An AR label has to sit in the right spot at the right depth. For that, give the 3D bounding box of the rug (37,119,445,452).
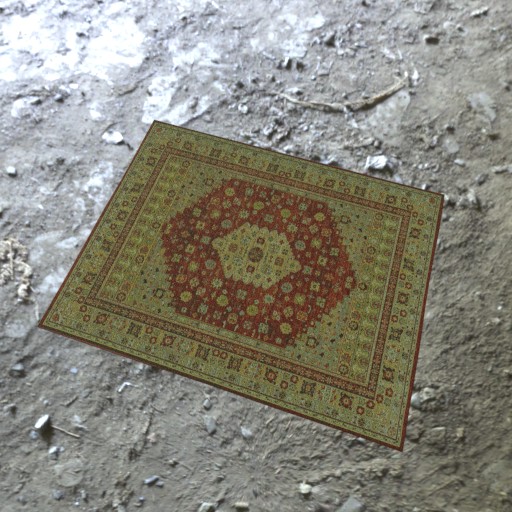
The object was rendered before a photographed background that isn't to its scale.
[{"bbox_3d":[0.000,0.000,3.973,3.053,0.013,2.387,16,65,8],"label":"rug"}]
